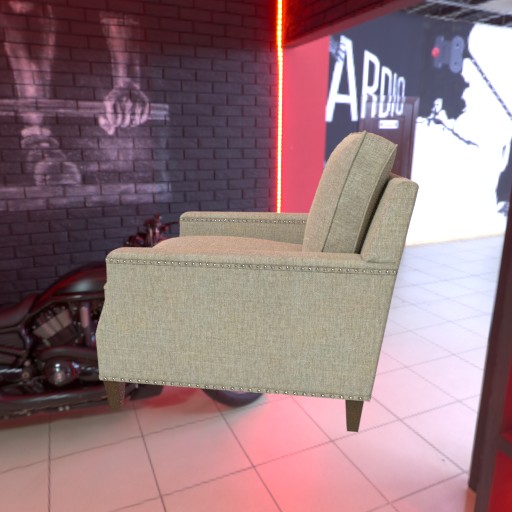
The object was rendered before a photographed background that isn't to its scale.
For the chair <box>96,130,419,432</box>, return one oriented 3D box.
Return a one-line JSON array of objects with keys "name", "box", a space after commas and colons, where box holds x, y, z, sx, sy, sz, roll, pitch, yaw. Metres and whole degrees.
[{"name": "chair", "box": [0.000, 0.000, 1.749, 1.014, 0.943, 0.853, 2, 15, 8]}]
